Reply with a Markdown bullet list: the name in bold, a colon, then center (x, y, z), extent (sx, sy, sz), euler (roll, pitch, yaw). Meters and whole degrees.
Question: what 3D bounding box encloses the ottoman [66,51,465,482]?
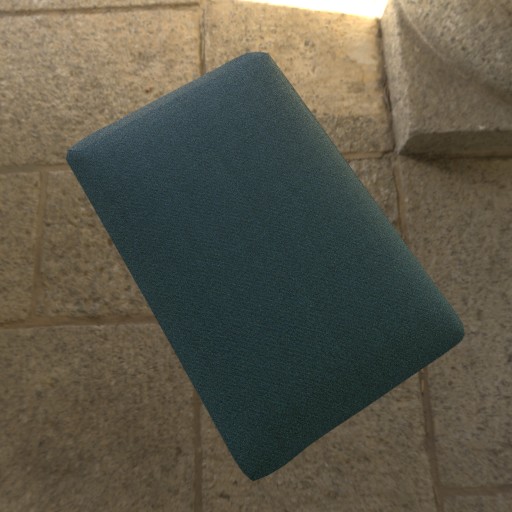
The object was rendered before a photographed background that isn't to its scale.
- **ottoman**: center (0.000, 0.000, 1.143), extent (0.563, 0.498, 0.856), euler (-31, 78, -7)
